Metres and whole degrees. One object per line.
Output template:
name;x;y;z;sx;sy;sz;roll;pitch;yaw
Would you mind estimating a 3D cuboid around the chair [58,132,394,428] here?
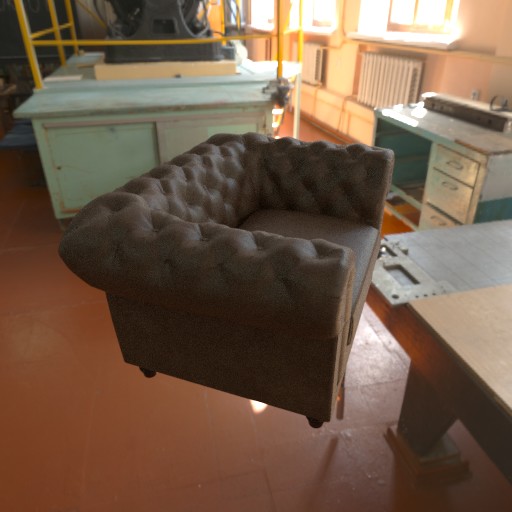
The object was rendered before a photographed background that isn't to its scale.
chair;0.000;0.000;1.874;0.954;0.784;1.298;11;31;18
